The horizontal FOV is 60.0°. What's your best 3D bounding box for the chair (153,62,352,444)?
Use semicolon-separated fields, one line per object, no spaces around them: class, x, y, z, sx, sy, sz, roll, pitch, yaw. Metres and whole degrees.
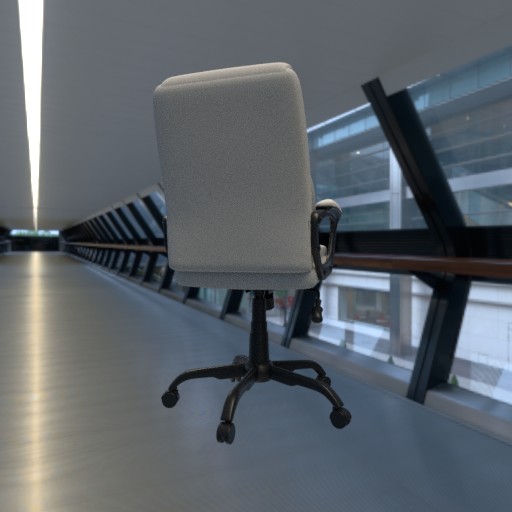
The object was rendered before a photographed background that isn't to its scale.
chair;0.000;0.000;1.529;0.663;1.065;0.669;0;1;18
